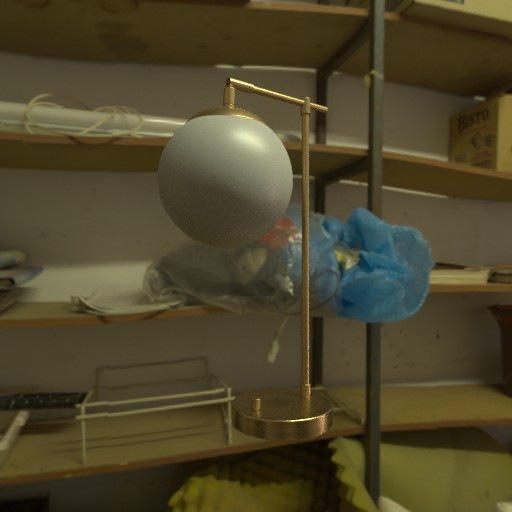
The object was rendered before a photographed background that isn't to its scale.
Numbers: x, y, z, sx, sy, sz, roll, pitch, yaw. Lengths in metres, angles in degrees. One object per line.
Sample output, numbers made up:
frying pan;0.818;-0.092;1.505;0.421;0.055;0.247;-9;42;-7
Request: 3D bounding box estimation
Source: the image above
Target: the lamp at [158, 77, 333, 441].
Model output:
lamp;0.000;0.000;0.720;0.324;0.559;0.207;0;0;-37
